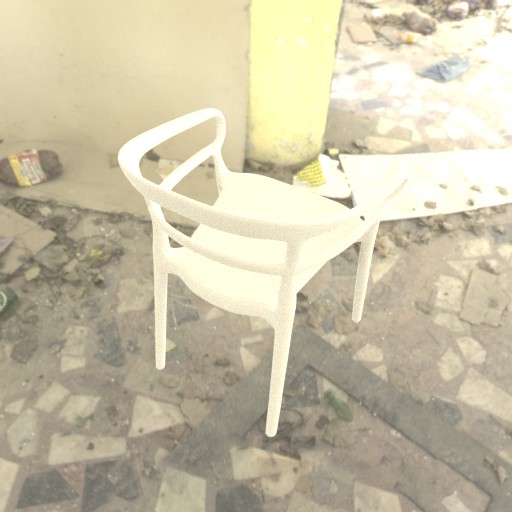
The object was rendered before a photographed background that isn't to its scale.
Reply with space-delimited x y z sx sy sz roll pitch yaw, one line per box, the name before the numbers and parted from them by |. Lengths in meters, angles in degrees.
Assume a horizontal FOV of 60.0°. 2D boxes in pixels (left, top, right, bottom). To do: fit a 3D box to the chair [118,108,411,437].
chair | 0.000 0.000 1.147 0.559 0.761 0.527 24 51 21
